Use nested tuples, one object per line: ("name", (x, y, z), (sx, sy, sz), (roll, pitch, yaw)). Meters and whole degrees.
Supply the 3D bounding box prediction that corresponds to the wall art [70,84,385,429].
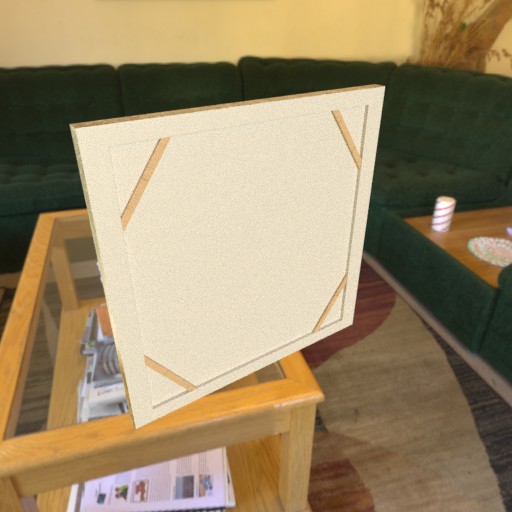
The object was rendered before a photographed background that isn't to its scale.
("wall art", (0.000, 0.000, 1.630), (1.092, 1.091, 0.051), (-19, 35, -29))
